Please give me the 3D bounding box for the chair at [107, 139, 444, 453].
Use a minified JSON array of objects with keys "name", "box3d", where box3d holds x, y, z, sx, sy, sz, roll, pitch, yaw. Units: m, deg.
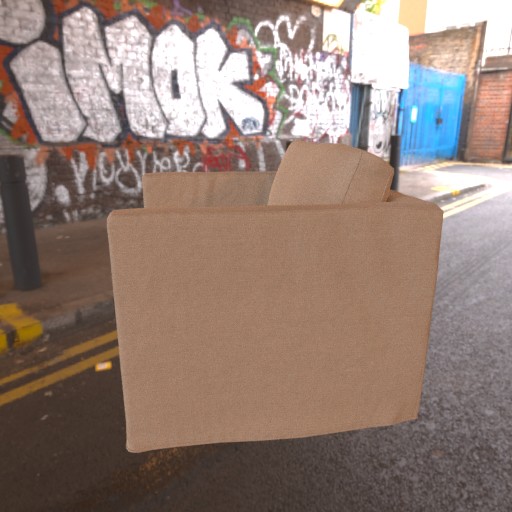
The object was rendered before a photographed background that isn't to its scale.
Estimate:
[{"name":"chair","box3d":[0.000,0.000,1.728,0.949,0.867,1.057,-2,17,-8]}]
